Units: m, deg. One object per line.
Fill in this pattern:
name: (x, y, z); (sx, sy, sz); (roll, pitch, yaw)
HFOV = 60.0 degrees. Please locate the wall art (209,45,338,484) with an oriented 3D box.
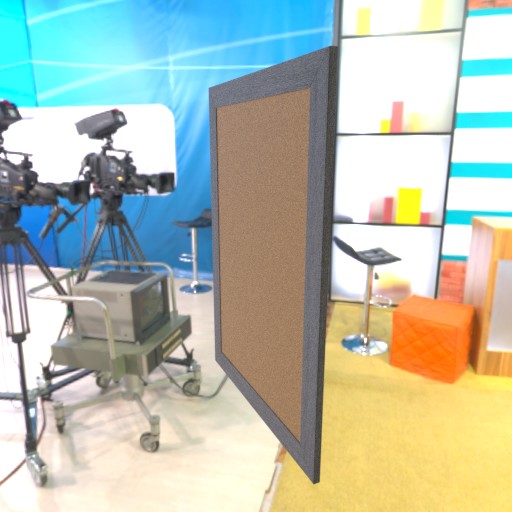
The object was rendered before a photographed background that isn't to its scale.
wall art: (0.000, 0.000, 1.385); (0.020, 1.070, 0.768); (-6, 15, -24)
